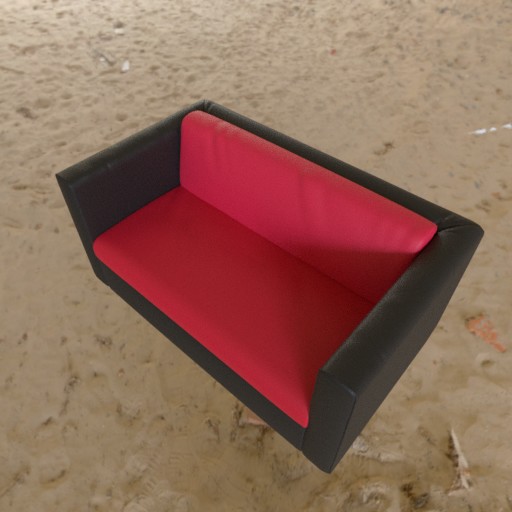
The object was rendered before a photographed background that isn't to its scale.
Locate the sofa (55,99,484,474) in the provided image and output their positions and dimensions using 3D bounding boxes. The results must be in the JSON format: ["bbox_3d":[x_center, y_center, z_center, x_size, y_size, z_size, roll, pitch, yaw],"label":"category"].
[{"bbox_3d":[0.000,0.000,1.860,1.410,0.735,0.845,33,55,27],"label":"sofa"}]
